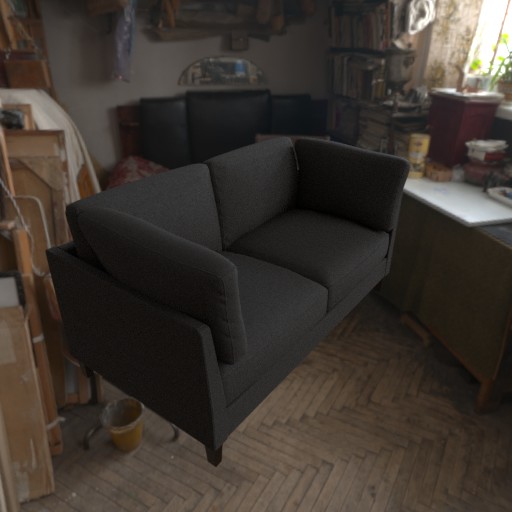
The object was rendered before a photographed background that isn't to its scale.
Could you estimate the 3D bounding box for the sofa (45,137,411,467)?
[{"bbox_3d":[0.000,0.000,2.325,0.969,0.920,1.751,19,33,32],"label":"sofa"}]
